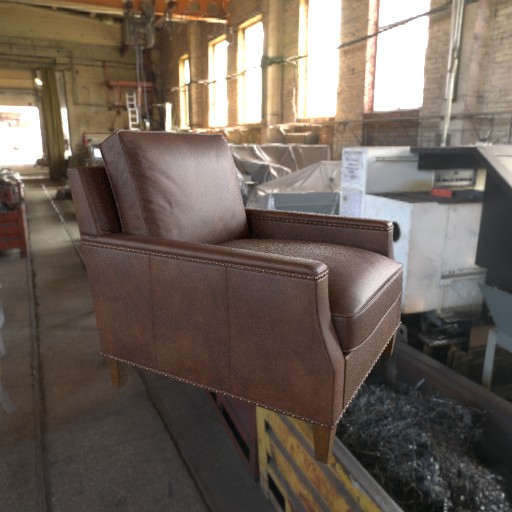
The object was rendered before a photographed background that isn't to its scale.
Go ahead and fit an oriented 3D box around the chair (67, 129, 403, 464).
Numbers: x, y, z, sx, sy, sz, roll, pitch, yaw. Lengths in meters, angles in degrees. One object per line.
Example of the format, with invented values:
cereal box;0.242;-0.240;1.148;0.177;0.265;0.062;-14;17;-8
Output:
chair;0.000;0.000;1.698;1.014;0.929;0.853;8;16;29
